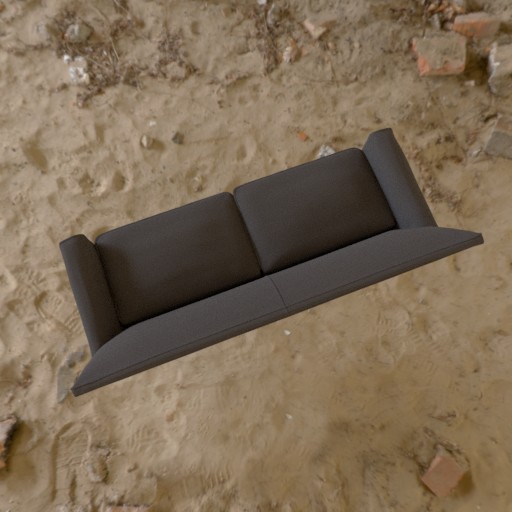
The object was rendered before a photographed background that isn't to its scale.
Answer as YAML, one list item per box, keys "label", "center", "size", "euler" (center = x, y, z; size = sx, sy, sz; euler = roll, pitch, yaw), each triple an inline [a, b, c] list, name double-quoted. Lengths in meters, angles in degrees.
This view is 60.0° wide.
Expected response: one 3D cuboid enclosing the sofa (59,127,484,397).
- label: "sofa"
  center: [0.000, 0.000, 2.515]
  size: [2.002, 0.907, 0.843]
  euler: [-20, 77, -5]
